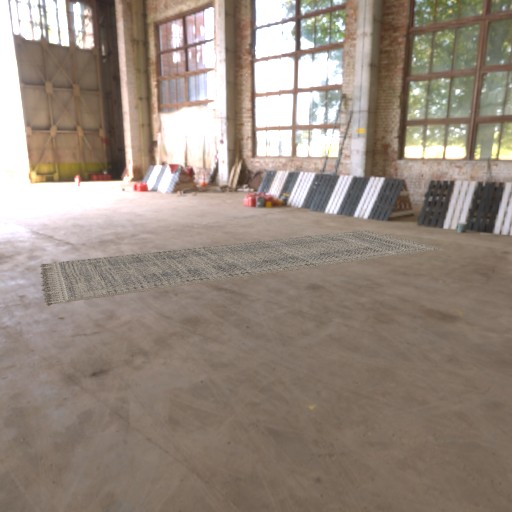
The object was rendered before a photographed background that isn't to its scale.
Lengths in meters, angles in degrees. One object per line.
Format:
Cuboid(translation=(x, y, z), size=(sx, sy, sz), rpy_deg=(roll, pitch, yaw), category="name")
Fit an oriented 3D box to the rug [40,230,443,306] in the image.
Cuboid(translation=(0.000, 0.000, 2.818), size=(2.480, 0.013, 0.786), rpy_deg=(-7, 15, -26), category="rug")
